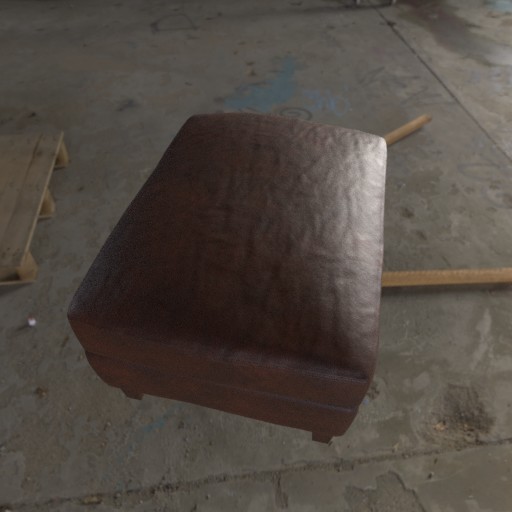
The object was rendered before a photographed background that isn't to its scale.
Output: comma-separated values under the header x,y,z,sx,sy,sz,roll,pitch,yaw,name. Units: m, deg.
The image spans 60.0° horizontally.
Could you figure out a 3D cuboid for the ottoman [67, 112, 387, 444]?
x,y,z,sx,sy,sz,roll,pitch,yaw,name
0.000,0.000,1.271,0.659,0.527,0.887,9,48,9,ottoman
